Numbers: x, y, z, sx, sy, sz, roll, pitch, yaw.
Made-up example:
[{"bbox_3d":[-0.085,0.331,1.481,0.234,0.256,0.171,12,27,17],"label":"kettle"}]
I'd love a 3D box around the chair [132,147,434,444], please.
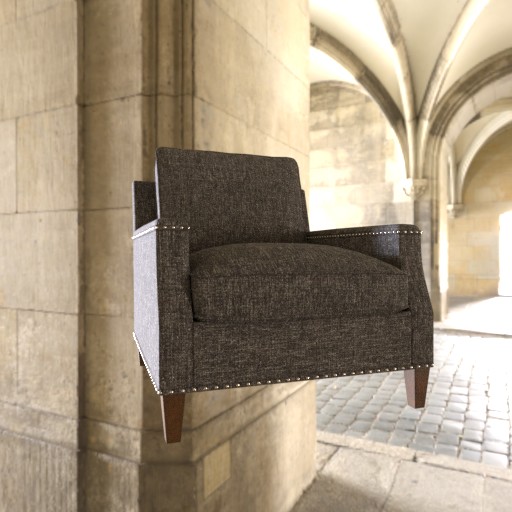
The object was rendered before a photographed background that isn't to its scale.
[{"bbox_3d":[0.000,0.000,1.682,0.853,0.943,1.014,0,0,-19],"label":"chair"}]
